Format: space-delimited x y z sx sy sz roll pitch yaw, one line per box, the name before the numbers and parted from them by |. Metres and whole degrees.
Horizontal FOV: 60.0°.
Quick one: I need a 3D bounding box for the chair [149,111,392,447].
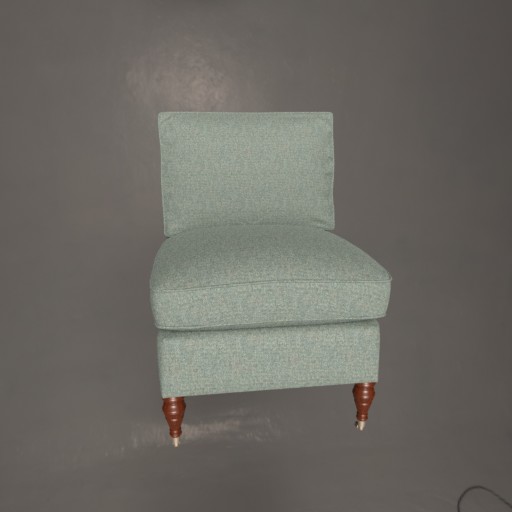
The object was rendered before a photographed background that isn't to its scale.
chair | 0.000 0.000 1.435 0.624 0.901 0.796 -2 17 -7
